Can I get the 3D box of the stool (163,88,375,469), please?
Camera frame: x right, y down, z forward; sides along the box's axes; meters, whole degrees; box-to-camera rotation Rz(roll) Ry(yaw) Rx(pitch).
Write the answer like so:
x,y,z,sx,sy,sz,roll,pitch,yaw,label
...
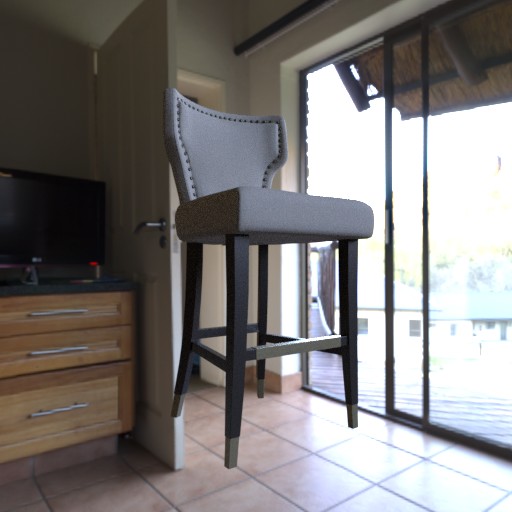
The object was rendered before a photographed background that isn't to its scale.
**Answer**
x,y,z,sx,sy,sz,roll,pitch,yaw,label
0.000,0.000,1.445,0.526,1.092,0.563,1,-1,-36,stool
